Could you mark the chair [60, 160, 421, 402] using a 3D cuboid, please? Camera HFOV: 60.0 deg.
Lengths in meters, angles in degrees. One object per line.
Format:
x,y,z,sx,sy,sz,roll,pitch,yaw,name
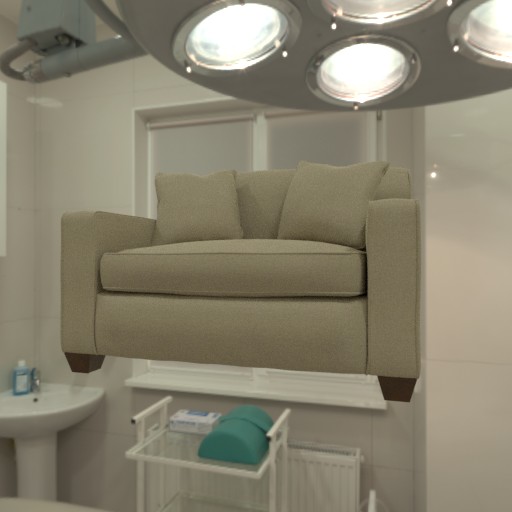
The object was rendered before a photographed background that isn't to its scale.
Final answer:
0.000,0.000,2.024,1.383,0.948,1.000,0,0,17,chair
